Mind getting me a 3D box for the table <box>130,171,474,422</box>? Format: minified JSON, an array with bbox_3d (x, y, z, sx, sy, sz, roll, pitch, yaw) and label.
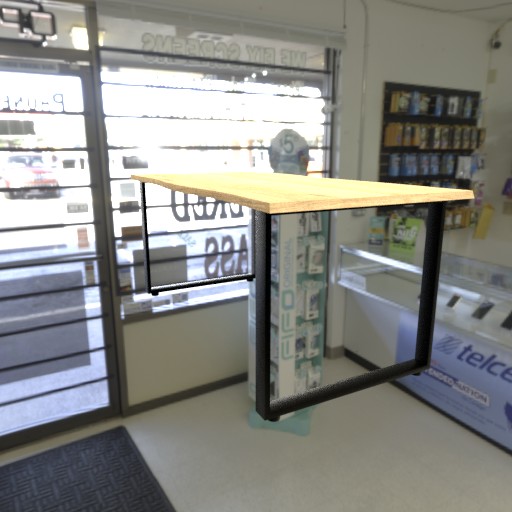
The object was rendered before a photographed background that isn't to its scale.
[{"bbox_3d":[0.000,0.000,2.311,0.900,0.780,1.800,-7,15,-27],"label":"table"}]
